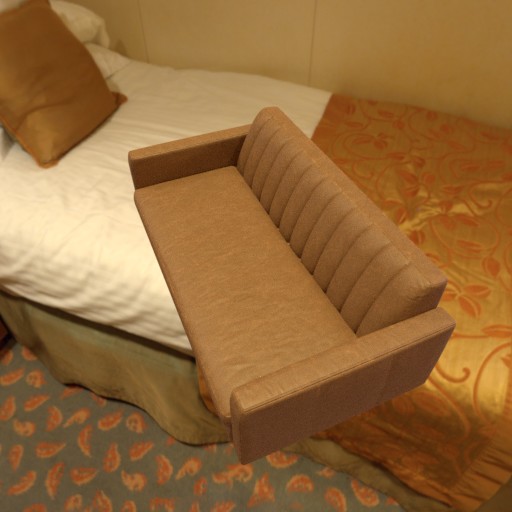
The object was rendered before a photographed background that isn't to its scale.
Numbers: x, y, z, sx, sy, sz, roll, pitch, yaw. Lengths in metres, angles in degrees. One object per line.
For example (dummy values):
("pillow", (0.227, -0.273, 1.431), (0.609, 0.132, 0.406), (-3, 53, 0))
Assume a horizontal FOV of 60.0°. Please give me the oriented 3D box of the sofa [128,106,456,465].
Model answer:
("sofa", (0.000, 0.000, 2.402), (0.993, 0.821, 1.847), (-17, 48, -16))
